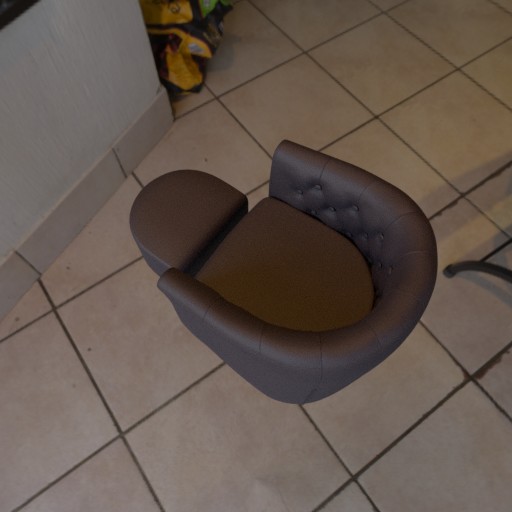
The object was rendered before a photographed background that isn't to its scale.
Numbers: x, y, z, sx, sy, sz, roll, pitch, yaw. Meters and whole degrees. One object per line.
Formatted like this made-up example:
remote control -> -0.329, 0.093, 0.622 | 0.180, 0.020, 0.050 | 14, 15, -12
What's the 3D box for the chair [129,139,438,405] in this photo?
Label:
chair -> 0.000, 0.000, 1.710 | 1.191, 0.760, 0.763 | 33, 68, 15
